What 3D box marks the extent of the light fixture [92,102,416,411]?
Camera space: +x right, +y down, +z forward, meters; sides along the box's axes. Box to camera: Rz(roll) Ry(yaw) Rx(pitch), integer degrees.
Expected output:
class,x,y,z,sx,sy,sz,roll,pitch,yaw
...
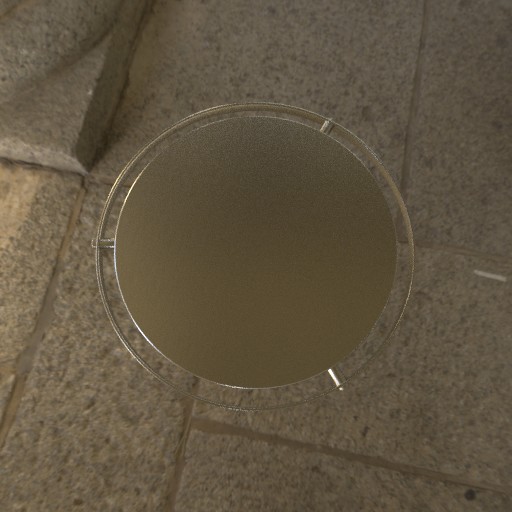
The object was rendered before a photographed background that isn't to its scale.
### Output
class,x,y,z,sx,sy,sz,roll,pitch,yaw
light fixture,0.000,0.000,0.559,0.361,0.130,0.361,0,76,0
